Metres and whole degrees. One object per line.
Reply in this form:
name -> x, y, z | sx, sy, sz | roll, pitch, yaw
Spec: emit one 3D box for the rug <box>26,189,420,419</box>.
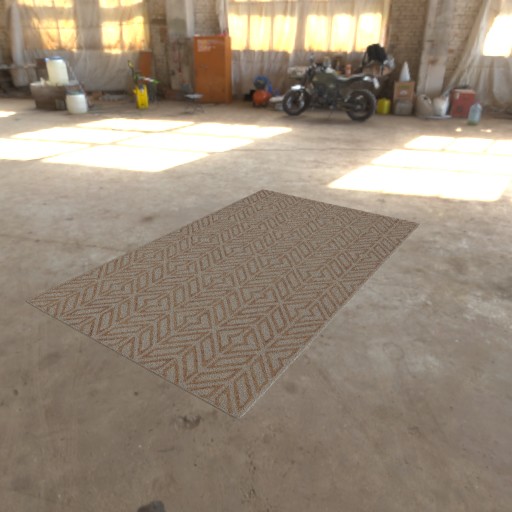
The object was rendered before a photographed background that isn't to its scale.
rug -> 0.000, 0.000, 3.032 | 1.523, 0.008, 2.438 | 17, 32, 31
